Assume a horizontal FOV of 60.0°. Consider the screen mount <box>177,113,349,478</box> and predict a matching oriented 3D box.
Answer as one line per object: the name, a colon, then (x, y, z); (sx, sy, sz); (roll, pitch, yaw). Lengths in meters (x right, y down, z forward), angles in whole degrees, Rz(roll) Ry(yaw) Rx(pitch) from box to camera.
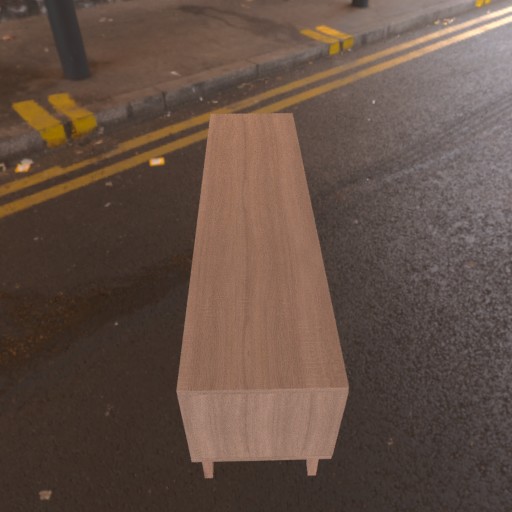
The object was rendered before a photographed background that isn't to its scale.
screen mount: (0.000, 0.000, 1.744); (0.401, 0.509, 1.500); (-1, 41, -1)
